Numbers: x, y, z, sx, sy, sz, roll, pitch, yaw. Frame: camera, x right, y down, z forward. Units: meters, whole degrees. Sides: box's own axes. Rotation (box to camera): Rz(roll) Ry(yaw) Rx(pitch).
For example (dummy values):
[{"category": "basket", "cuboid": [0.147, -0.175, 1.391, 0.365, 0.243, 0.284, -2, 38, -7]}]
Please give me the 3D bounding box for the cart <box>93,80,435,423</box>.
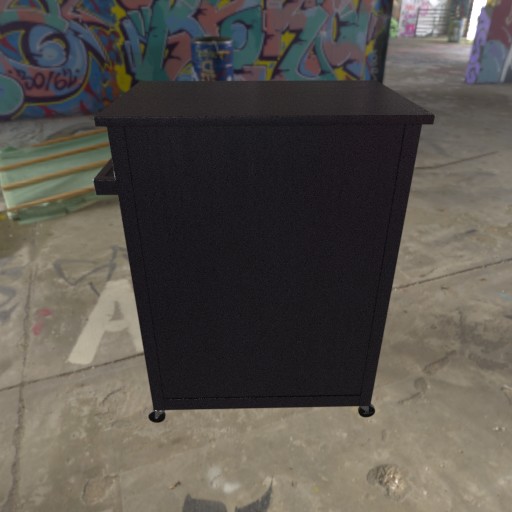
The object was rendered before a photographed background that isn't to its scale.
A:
[{"category": "cart", "cuboid": [0.000, 0.000, 1.265, 0.690, 0.878, 0.449, -1, 30, -1]}]
